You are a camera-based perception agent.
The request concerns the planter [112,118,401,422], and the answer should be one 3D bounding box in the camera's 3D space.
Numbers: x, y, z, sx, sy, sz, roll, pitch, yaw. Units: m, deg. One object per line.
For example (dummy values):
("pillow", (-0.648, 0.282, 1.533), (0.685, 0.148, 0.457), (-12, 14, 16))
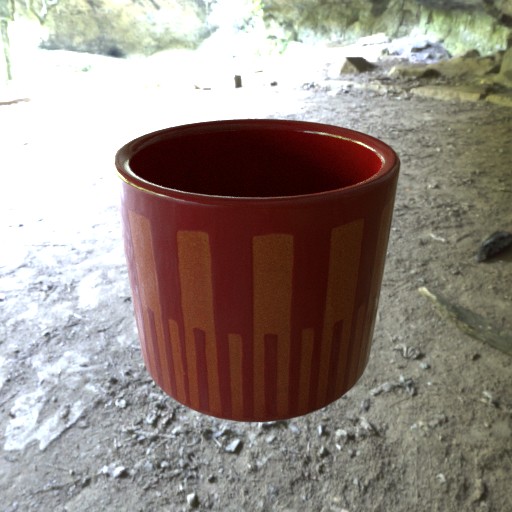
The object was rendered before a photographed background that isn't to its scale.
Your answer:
("planter", (0.000, 0.000, 0.412), (0.230, 0.202, 0.230), (0, 29, 0))
